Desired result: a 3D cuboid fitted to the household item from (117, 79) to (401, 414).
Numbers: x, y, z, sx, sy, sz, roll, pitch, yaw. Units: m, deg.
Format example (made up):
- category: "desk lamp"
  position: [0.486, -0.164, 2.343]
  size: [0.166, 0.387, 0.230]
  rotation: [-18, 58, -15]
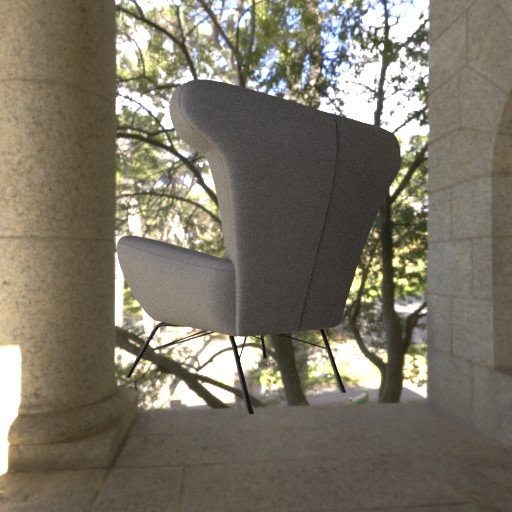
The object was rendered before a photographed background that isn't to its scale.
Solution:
- category: "household item"
  position: [0.000, 0.000, 1.807]
  size: [0.980, 1.050, 0.900]
  rotation: [1, -2, -35]
